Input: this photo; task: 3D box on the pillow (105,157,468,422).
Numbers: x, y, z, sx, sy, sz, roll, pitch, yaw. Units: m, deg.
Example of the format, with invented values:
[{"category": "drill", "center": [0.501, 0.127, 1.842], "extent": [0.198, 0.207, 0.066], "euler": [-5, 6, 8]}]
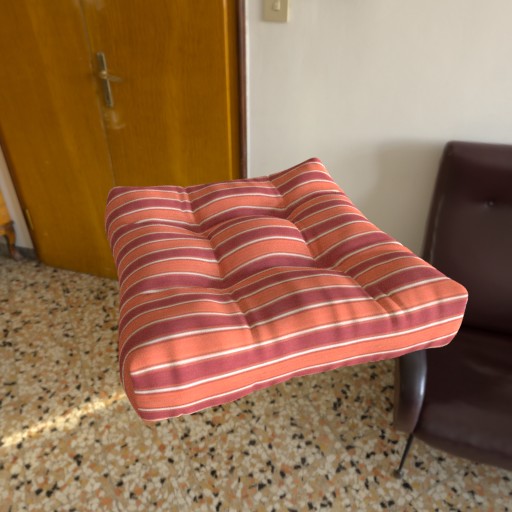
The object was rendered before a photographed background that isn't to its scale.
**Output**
[{"category": "pillow", "center": [0.000, 0.000, 0.738], "extent": [0.468, 0.133, 0.490], "euler": [-10, 35, -15]}]
